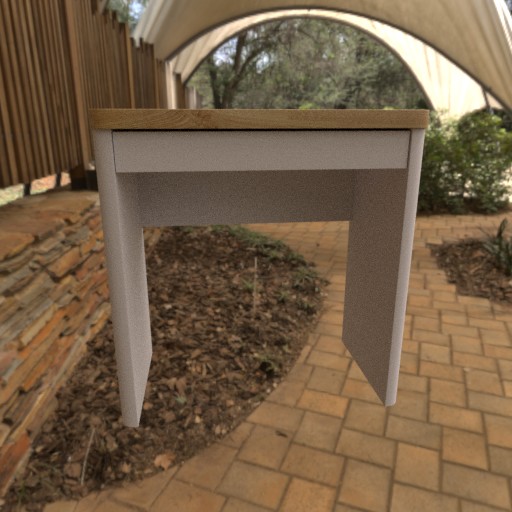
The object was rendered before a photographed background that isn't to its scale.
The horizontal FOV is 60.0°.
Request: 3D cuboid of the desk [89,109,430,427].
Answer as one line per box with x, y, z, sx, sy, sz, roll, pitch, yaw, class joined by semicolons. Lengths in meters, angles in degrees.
0.000;0.000;1.271;0.760;0.790;0.440;-2;17;-7;desk
